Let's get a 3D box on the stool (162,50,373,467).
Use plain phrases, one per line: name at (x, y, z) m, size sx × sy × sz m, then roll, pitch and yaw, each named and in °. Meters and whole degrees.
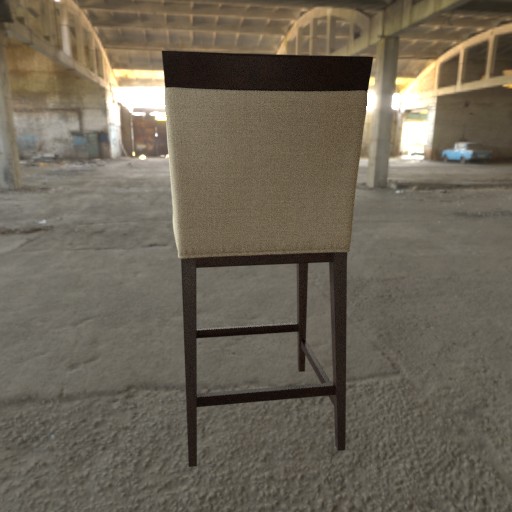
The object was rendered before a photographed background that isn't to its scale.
stool at (0.000, 0.000, 1.408) m, size 0.511 × 1.117 × 0.531 m, roll -2°, pitch 15°, yaw -9°
